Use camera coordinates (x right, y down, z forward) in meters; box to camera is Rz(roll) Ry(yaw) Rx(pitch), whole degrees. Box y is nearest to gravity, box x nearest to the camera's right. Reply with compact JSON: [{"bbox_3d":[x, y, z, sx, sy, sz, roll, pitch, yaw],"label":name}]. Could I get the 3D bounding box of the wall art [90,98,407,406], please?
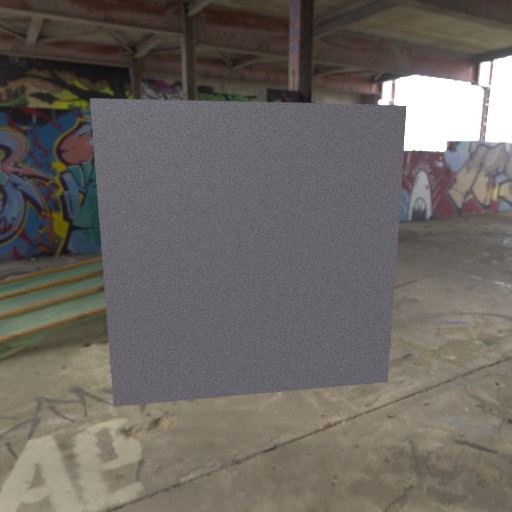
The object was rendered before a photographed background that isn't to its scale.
[{"bbox_3d":[0.000,0.000,0.541,0.355,0.355,0.027,-2,13,-10],"label":"wall art"}]
